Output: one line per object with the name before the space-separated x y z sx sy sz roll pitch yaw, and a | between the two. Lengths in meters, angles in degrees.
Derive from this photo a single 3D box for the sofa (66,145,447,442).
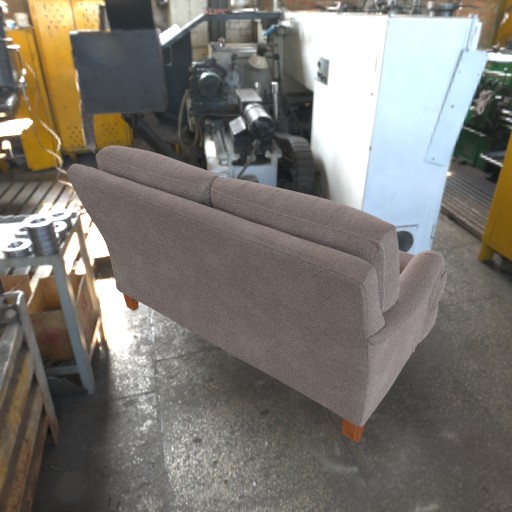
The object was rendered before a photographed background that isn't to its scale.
sofa | 0.000 0.000 2.485 1.853 1.101 1.084 21 36 33
